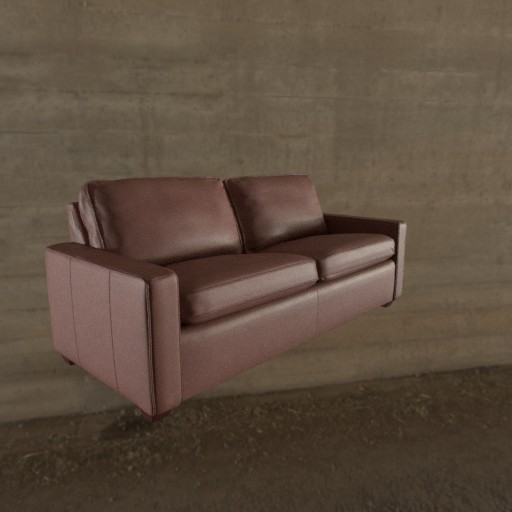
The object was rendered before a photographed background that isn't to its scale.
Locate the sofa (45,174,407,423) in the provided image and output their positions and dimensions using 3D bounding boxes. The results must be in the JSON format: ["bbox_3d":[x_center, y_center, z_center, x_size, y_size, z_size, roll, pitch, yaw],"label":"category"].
[{"bbox_3d":[0.000,0.000,2.591,0.940,0.919,2.080,11,17,42],"label":"sofa"}]
